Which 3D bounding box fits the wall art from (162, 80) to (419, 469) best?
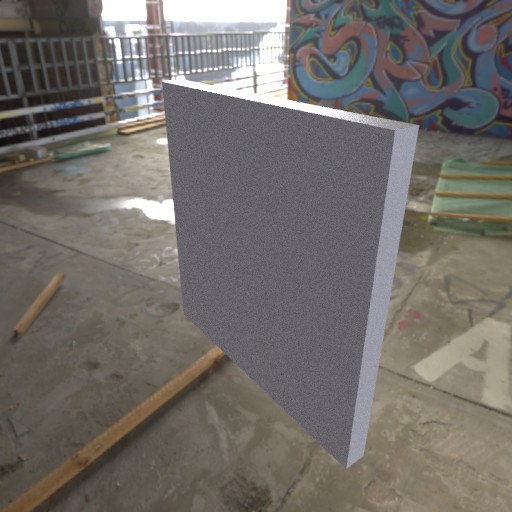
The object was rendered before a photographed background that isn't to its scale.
[{"bbox_3d":[0.000,0.000,0.521,0.027,0.355,0.355,-19,34,-32],"label":"wall art"}]
